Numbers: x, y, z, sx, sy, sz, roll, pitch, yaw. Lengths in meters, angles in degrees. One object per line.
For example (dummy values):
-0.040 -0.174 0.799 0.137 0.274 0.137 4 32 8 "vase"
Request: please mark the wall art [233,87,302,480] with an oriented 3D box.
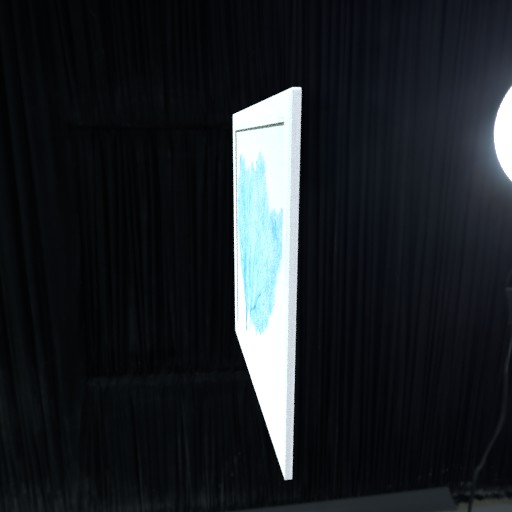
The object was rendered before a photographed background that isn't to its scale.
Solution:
0.000 0.000 0.906 0.013 0.584 0.584 -3 15 -10 "wall art"
